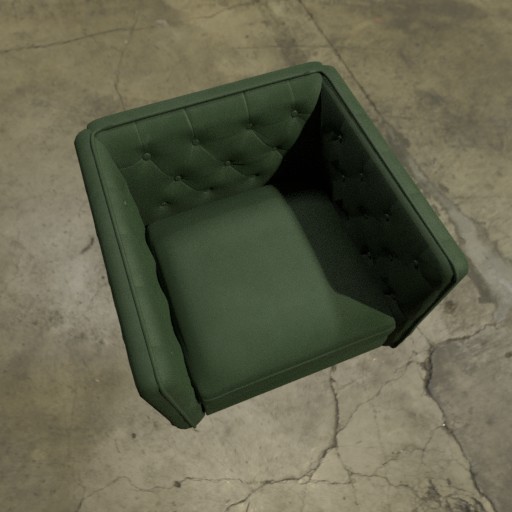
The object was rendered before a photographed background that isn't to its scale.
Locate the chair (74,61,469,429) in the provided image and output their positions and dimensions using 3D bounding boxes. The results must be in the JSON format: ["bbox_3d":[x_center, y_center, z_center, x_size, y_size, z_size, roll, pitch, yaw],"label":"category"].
[{"bbox_3d":[0.000,0.000,1.539,0.917,0.768,0.855,-19,63,-10],"label":"chair"}]
